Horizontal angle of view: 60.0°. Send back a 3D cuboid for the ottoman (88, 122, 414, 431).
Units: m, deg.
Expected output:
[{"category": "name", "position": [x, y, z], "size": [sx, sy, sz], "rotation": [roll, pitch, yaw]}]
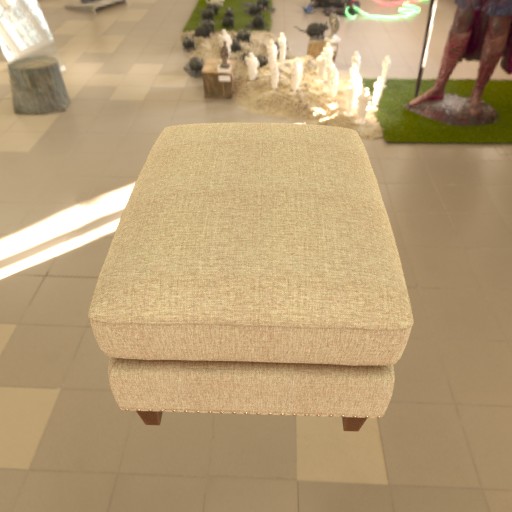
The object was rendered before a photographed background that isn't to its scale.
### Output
[{"category": "ottoman", "position": [0.000, 0.000, 1.143], "size": [0.584, 0.513, 0.741], "rotation": [1, 42, 1]}]
